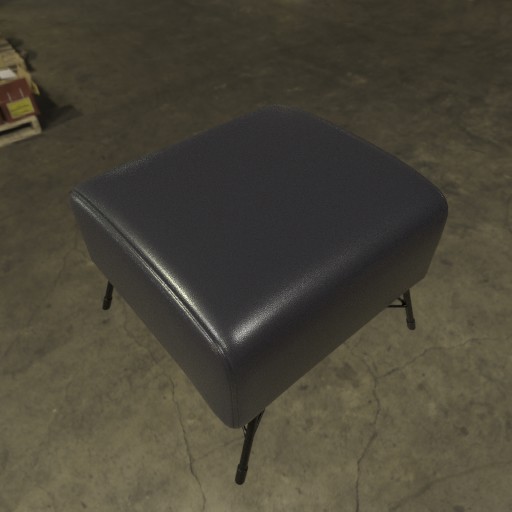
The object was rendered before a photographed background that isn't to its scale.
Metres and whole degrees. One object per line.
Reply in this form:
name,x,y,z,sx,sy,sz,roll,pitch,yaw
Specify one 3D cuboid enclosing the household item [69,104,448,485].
household item,0.000,0.000,0.901,0.530,0.410,0.530,-31,53,-27
